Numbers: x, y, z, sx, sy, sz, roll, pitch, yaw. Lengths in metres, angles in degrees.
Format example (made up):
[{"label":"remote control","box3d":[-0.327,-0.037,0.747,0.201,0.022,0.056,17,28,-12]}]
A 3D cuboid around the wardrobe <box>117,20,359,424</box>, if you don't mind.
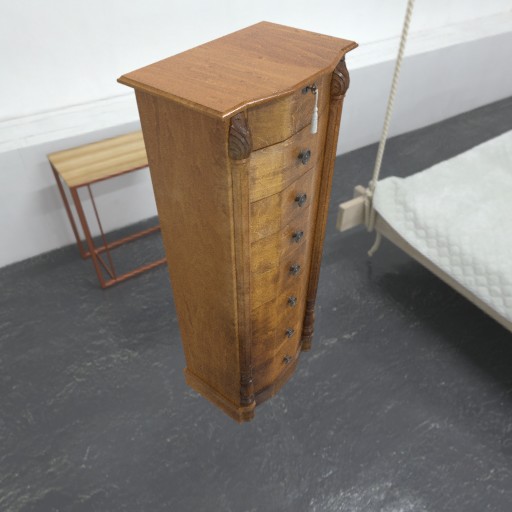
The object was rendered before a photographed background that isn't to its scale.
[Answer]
[{"label":"wardrobe","box3d":[0.000,0.000,1.118,0.273,0.959,0.406,28,50,27]}]
